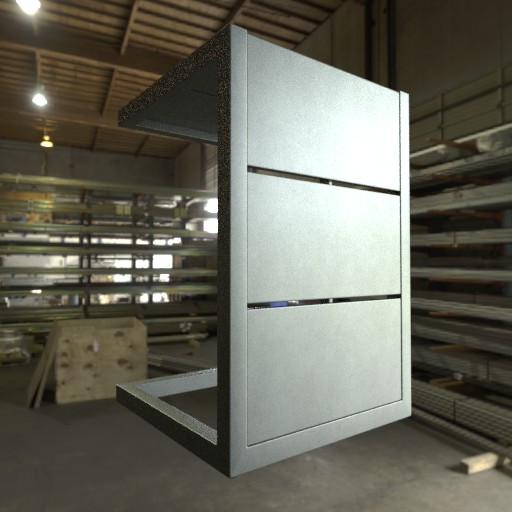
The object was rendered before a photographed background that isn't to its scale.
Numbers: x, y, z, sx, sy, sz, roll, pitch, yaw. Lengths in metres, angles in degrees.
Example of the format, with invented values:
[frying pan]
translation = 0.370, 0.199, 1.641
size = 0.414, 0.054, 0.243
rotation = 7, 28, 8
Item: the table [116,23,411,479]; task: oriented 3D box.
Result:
[table]
translation = 0.000, 0.000, 0.872
size = 0.405, 0.609, 0.420
rotation = 1, -2, -37
